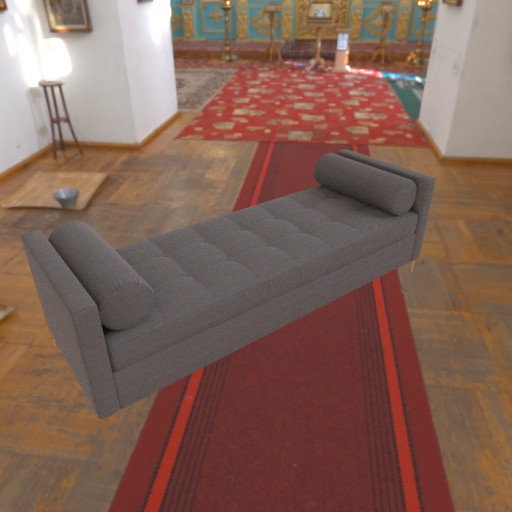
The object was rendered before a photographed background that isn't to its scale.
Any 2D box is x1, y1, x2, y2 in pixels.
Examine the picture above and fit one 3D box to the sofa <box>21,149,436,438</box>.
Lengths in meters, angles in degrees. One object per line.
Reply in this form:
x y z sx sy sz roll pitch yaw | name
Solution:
0.000 0.000 2.294 1.981 0.635 0.686 -21 37 -31 | sofa
